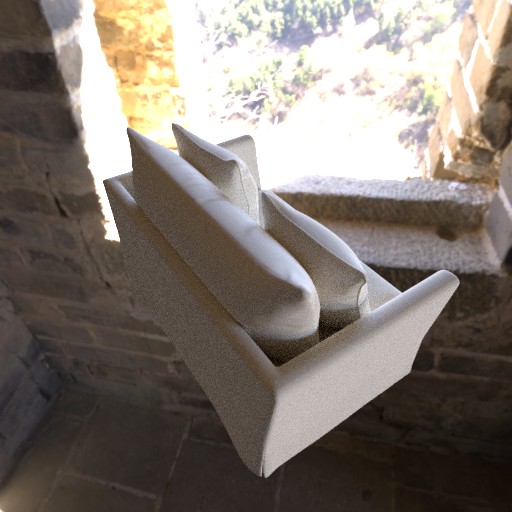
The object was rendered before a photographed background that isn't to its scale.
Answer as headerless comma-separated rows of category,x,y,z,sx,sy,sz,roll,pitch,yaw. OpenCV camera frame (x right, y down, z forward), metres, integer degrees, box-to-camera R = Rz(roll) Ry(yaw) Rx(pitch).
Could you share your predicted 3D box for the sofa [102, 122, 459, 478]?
sofa,0.000,0.000,2.270,1.026,1.039,1.608,-25,47,-25
